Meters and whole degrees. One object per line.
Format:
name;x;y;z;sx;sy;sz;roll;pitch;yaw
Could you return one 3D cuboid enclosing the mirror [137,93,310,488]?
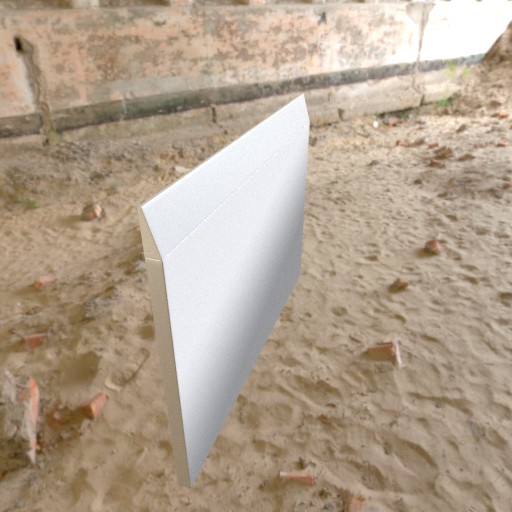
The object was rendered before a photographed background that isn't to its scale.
mirror;0.000;0.000;1.112;0.030;0.630;0.870;10;32;17
